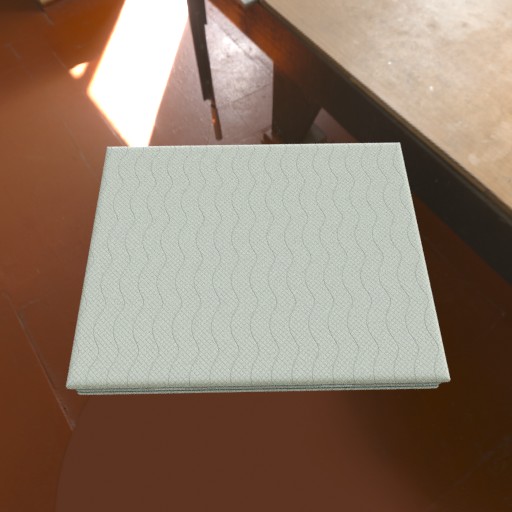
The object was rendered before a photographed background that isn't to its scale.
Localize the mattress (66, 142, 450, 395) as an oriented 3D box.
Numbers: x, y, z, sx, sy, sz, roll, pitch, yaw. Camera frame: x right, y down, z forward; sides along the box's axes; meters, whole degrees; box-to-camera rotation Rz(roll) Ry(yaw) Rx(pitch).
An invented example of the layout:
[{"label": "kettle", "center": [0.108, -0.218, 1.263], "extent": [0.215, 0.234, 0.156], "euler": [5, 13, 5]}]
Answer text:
[{"label": "mattress", "center": [0.000, 0.000, 2.748], "extent": [2.000, 0.230, 1.600], "euler": [-1, 63, 0]}]
